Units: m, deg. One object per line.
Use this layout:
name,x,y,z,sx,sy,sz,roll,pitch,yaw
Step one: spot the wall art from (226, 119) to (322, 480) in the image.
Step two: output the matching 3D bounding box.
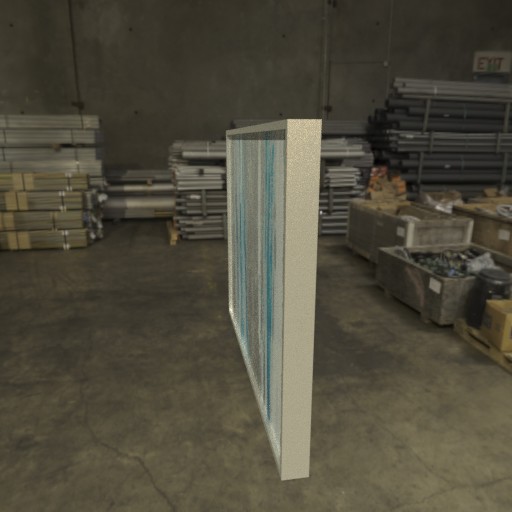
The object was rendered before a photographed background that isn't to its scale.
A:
wall art,0.000,0.000,1.435,0.066,0.801,1.056,-3,15,-10
